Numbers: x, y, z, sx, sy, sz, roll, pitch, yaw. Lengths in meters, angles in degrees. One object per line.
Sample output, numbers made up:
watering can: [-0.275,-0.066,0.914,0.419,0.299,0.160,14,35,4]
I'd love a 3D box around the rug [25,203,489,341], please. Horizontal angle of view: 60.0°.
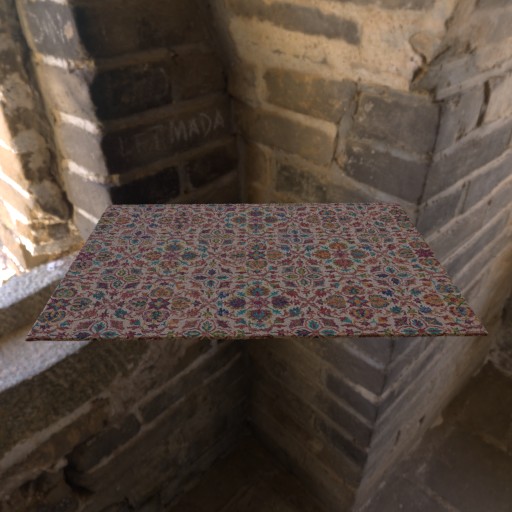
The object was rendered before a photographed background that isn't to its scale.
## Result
rug: [0.000,0.000,2.841,2.297,0.018,1.541,-1,32,-1]
